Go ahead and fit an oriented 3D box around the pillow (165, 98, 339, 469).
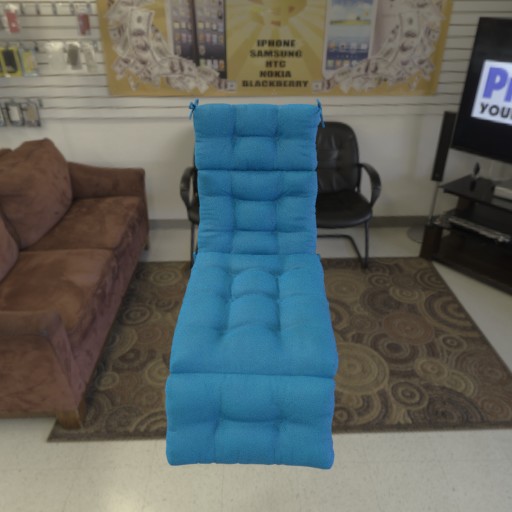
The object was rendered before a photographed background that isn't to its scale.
[{"bbox_3d":[0.000,0.000,1.492,0.526,0.863,1.016,1,30,1],"label":"pillow"}]
